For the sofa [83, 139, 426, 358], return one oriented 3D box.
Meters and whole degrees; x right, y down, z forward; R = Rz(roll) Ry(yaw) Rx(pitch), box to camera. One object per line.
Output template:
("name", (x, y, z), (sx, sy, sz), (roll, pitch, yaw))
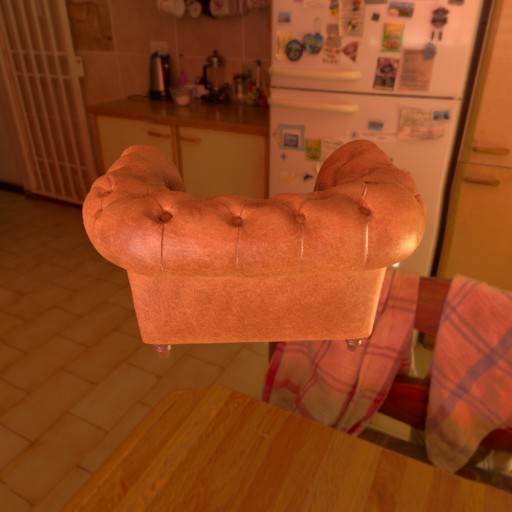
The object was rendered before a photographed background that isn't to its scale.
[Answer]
("sofa", (0.000, 0.000, 2.080), (1.405, 0.878, 1.033), (-1, 28, -3))
